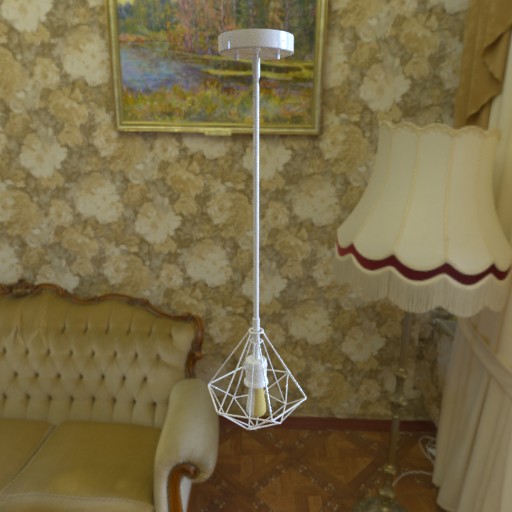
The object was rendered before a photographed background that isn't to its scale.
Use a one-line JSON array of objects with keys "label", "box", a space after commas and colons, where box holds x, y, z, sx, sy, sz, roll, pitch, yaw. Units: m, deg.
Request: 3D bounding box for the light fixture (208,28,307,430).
[{"label": "light fixture", "box": [0.000, 0.000, 1.958, 0.431, 1.764, 0.487, 14, 21, 42]}]
